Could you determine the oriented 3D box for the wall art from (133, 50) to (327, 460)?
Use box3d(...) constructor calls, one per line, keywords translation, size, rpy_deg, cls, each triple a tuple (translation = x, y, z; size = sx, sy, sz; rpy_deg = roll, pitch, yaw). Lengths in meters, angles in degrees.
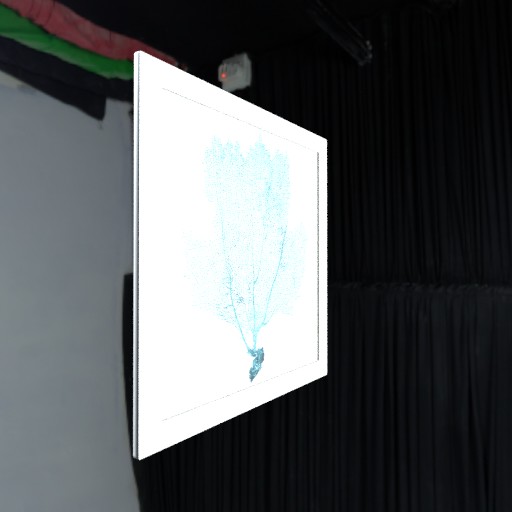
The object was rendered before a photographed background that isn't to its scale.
box3d(translation=(0.000, 0.000, 0.871), size=(0.013, 0.584, 0.584), rpy_deg=(0, -1, 36), cls="wall art")
